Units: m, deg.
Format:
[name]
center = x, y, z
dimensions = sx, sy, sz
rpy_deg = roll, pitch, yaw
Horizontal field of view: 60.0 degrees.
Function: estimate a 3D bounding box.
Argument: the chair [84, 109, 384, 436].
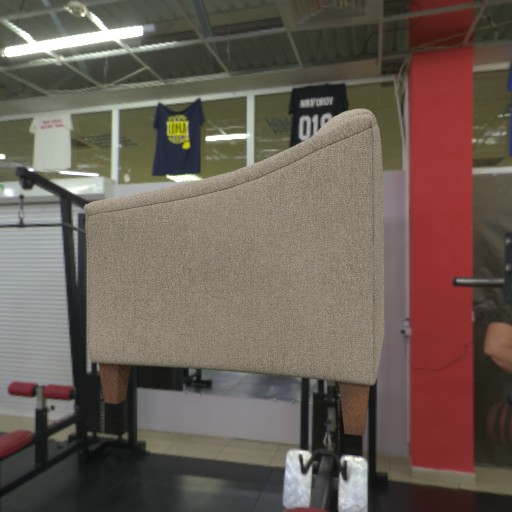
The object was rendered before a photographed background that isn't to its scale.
[chair]
center = 0.000, 0.000, 1.446
dimensions = 0.787, 0.839, 0.763
rpy_deg = 0, -1, 17
